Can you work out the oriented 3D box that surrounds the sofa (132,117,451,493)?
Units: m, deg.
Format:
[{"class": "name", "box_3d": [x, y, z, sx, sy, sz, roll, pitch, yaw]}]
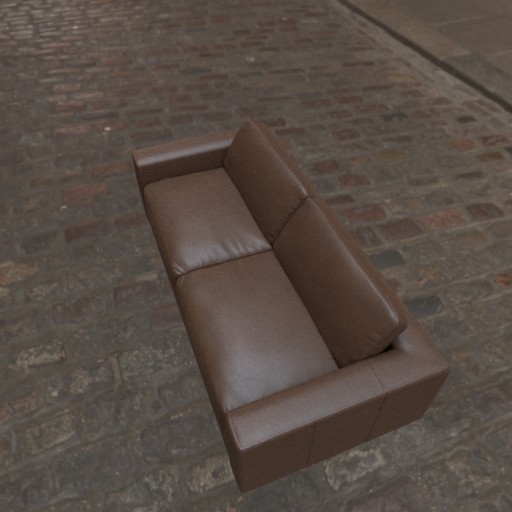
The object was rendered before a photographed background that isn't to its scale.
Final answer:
[{"class": "sofa", "box_3d": [0.000, 0.000, 2.707, 1.070, 0.801, 2.262, -16, 49, -14]}]
